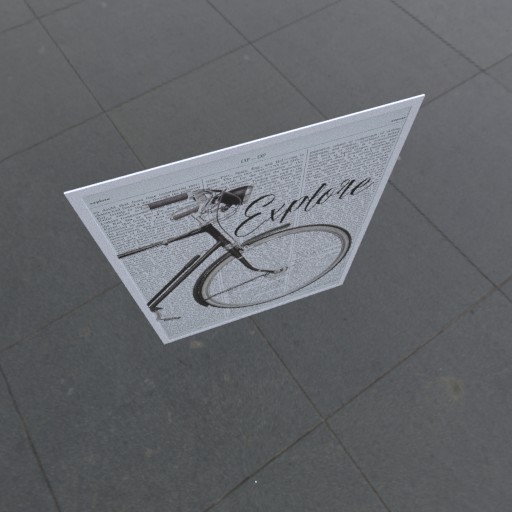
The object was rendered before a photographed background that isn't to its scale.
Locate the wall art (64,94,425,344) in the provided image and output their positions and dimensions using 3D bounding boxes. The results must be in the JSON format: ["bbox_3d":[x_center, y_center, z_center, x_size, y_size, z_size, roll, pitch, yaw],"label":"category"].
[{"bbox_3d":[0.000,0.000,0.804,0.457,0.610,0.003,-17,64,-9],"label":"wall art"}]
